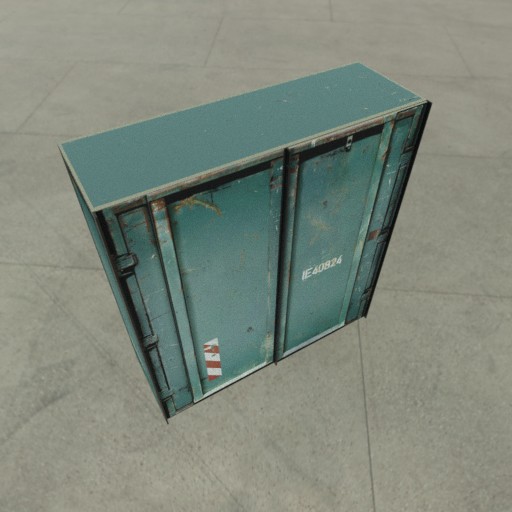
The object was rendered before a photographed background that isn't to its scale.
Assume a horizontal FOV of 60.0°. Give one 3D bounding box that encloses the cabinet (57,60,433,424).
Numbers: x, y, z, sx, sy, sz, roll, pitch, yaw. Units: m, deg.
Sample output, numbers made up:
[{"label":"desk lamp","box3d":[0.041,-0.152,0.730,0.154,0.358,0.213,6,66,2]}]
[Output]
[{"label":"cabinet","box3d":[0.000,0.000,3.231,2.000,2.160,0.680,-23,51,-20]}]
